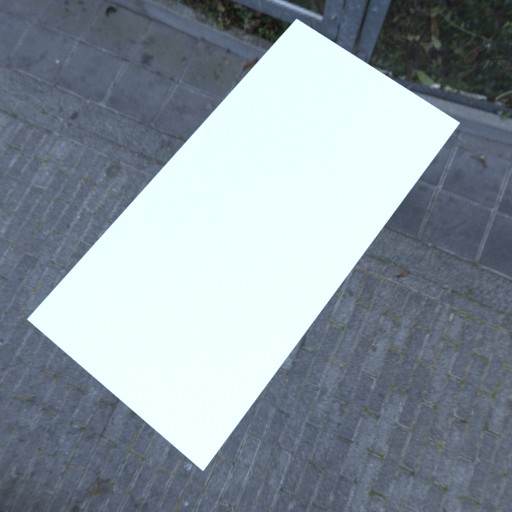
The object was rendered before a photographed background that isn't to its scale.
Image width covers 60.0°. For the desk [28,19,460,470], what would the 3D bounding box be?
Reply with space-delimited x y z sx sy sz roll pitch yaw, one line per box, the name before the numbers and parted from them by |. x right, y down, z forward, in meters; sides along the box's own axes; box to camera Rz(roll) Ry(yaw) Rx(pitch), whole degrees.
desk | 0.000 0.000 1.395 0.497 0.762 0.990 37 79 9
